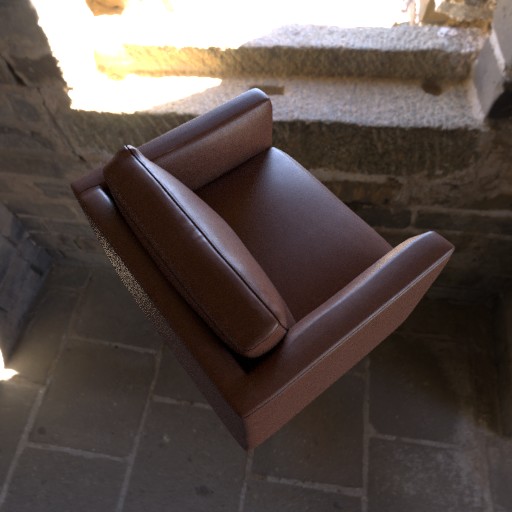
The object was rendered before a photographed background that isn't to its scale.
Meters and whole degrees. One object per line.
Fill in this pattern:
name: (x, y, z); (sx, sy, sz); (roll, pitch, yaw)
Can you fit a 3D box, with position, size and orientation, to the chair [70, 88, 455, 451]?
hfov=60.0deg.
chair: (0.000, 0.000, 1.829); (0.959, 0.917, 1.107); (-34, 65, -19)
